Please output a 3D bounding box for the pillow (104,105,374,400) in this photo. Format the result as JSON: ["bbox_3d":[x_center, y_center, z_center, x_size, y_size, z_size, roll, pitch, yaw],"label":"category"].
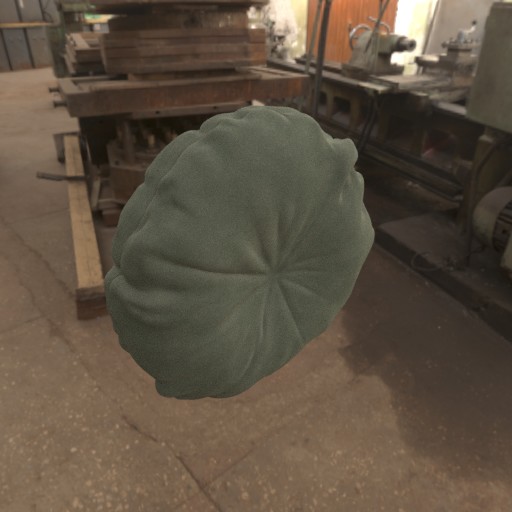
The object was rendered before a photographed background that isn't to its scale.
[{"bbox_3d":[0.000,0.000,0.633,0.428,0.407,0.148,-21,36,-32],"label":"pillow"}]
